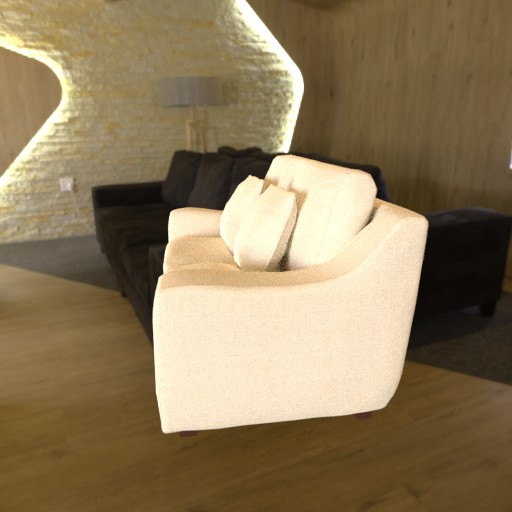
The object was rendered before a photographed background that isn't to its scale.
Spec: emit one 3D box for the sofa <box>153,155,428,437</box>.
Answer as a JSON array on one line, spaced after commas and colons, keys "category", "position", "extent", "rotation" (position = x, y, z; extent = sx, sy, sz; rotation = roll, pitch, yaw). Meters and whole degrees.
[{"category": "sofa", "position": [0.000, 0.000, 2.439], "extent": [1.040, 1.047, 1.744], "rotation": [-2, 16, -8]}]
